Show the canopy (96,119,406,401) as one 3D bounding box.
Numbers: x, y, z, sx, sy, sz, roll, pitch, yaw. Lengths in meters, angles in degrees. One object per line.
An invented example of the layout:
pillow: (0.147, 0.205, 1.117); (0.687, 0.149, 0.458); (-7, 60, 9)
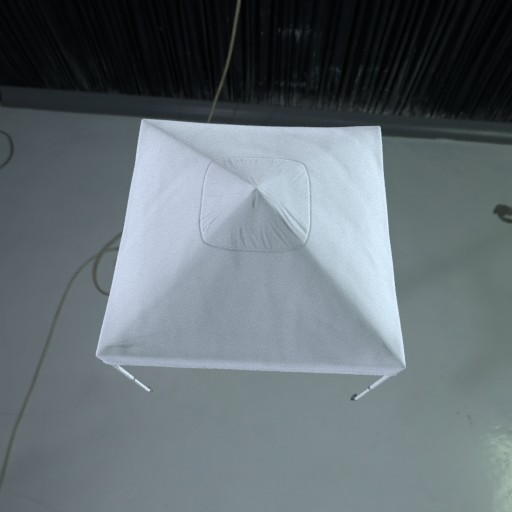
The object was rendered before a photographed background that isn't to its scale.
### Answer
canopy: (0.000, 0.000, 5.542); (2.998, 2.997, 2.996); (2, 64, 1)
